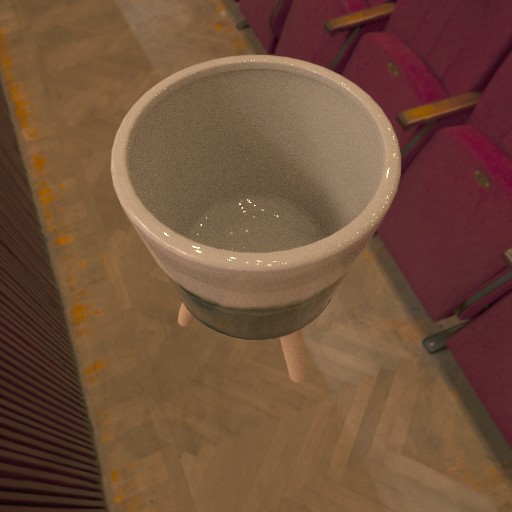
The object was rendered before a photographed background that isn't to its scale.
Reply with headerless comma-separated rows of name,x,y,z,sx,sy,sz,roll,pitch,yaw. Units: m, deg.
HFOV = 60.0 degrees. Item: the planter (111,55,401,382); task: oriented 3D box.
planter,0.000,0.000,0.473,0.217,0.331,0.217,-18,61,-10
